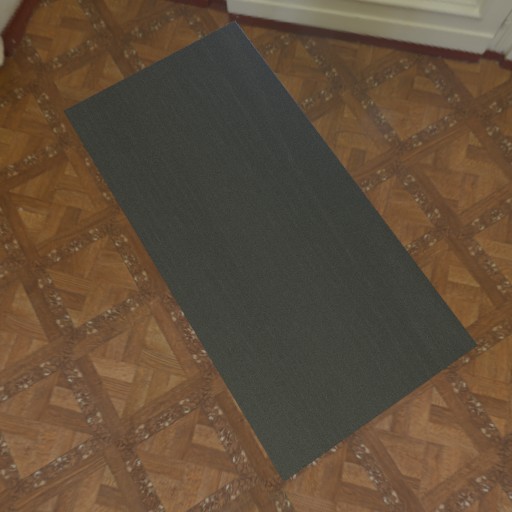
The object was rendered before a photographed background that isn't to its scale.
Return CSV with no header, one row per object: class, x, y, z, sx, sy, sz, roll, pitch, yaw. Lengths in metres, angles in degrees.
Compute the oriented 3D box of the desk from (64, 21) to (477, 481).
desk,0.000,0.000,1.342,0.499,0.660,0.991,-32,78,-8
